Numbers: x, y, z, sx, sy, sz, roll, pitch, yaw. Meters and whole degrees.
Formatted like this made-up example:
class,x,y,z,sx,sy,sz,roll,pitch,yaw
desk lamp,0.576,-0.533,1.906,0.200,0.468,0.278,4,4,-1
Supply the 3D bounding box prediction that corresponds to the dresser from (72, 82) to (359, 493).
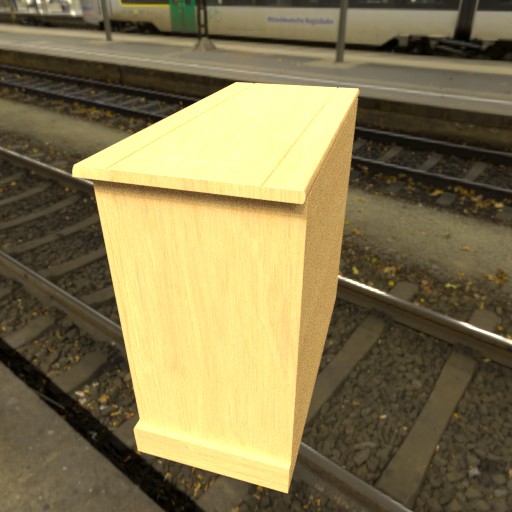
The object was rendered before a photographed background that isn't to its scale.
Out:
class,x,y,z,sx,sy,sz,roll,pitch,yaw
dresser,0.000,0.000,1.349,0.440,0.835,0.915,9,32,14
